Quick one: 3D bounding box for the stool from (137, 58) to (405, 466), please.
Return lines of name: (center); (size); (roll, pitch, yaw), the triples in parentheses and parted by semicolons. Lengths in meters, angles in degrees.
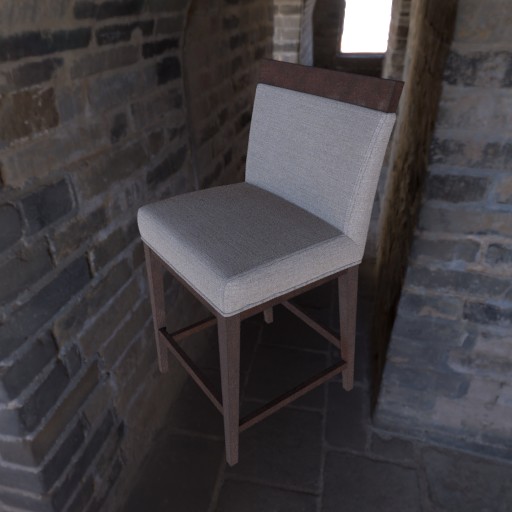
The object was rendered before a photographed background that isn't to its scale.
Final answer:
stool: (0.000, 0.000, 1.318); (0.531, 1.009, 0.512); (-20, 36, -30)
